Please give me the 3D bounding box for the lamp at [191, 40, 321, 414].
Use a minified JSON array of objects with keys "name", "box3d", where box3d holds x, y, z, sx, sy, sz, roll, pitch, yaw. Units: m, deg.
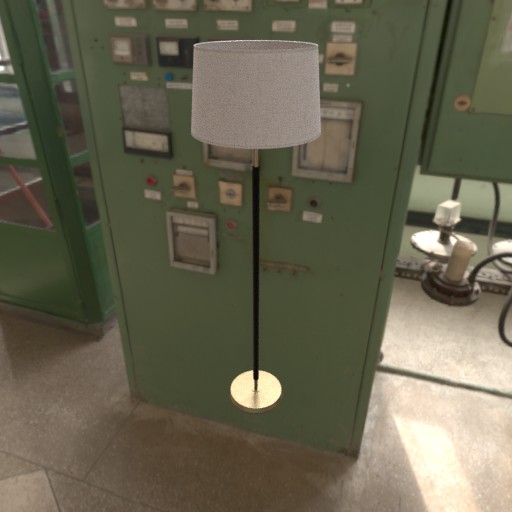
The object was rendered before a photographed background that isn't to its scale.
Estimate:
[{"name":"lamp","box3d":[0.000,0.000,1.676,0.420,1.447,0.420,0,30,0]}]
